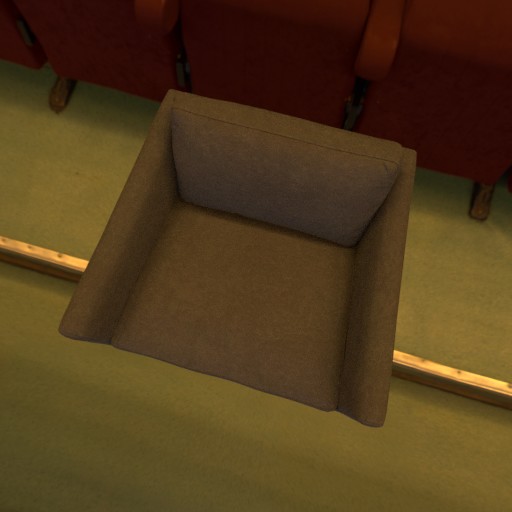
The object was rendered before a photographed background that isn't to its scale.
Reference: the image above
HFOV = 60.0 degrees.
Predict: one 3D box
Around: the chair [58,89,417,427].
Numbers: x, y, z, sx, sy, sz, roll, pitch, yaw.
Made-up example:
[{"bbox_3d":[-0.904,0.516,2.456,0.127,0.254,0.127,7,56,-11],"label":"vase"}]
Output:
[{"bbox_3d":[0.000,0.000,1.889,1.190,0.845,1.091,15,77,4],"label":"chair"}]
